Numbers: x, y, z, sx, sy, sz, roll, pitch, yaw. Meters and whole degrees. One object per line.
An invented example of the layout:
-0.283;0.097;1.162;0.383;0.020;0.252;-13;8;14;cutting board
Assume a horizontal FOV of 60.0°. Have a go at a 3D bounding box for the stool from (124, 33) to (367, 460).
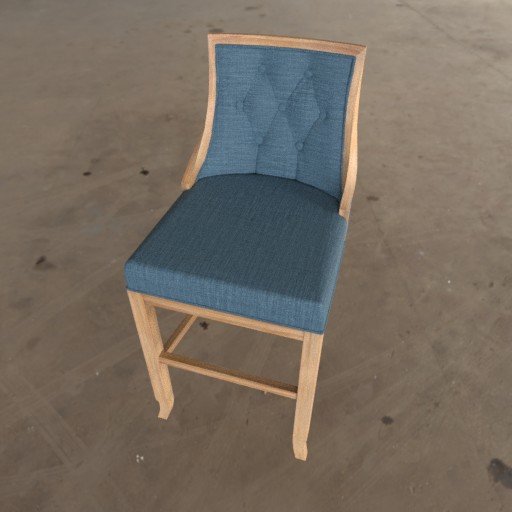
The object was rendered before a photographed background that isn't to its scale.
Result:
0.000;0.000;1.357;0.524;1.101;0.626;11;42;13;stool
